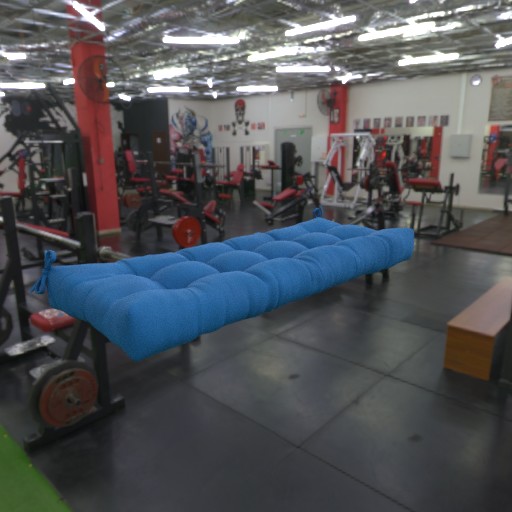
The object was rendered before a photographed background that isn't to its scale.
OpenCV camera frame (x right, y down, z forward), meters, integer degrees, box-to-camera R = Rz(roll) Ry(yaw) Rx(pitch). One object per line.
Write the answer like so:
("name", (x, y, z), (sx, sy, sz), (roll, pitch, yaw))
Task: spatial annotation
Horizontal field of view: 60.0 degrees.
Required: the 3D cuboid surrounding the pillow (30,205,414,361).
("pillow", (0.000, 0.000, 1.367), (1.194, 0.174, 0.511), (-14, 20, -43))
